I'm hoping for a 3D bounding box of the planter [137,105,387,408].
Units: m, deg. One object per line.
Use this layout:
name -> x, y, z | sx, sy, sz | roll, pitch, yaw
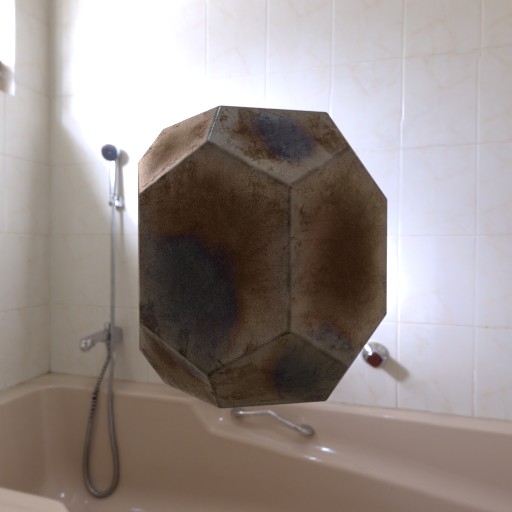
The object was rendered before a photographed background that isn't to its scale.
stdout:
planter -> 0.000, 0.000, 0.428 | 0.243, 0.238, 0.221 | 0, 1, 19
